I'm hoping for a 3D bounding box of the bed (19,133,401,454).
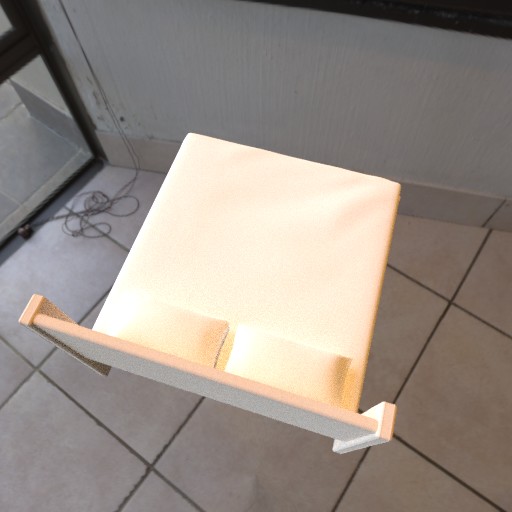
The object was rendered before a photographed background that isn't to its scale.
[{"bbox_3d":[0.000,0.000,3.518,2.145,1.471,2.293,15,65,8],"label":"bed"}]
